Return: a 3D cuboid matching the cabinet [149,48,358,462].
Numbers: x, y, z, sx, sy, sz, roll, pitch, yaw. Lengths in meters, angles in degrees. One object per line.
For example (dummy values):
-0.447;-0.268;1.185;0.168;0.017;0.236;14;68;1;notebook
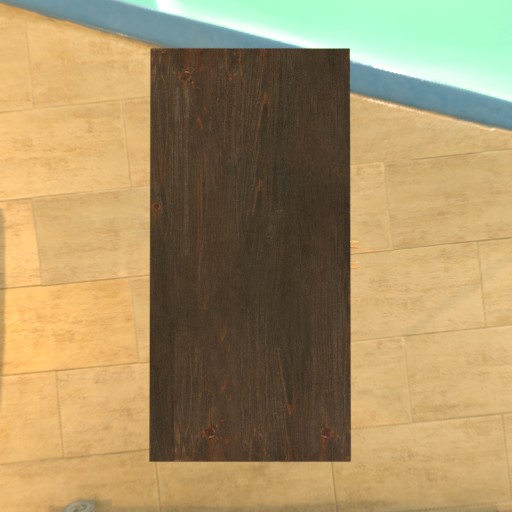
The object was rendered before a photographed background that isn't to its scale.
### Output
0.000;0.000;1.543;0.529;0.897;1.023;0;89;0;cabinet
